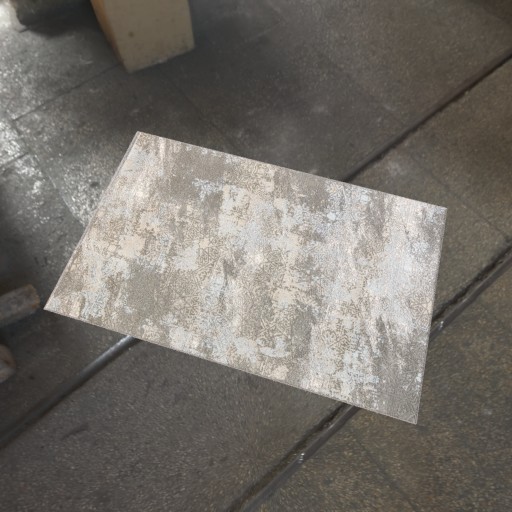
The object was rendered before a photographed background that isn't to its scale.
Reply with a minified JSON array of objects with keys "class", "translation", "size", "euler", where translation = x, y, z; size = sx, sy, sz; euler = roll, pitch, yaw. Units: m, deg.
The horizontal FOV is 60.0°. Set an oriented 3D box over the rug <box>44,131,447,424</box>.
[{"class":"rug","translation":[0.000,0.000,3.055],"size":[2.431,0.012,1.536],"euler":[15,66,7]}]
